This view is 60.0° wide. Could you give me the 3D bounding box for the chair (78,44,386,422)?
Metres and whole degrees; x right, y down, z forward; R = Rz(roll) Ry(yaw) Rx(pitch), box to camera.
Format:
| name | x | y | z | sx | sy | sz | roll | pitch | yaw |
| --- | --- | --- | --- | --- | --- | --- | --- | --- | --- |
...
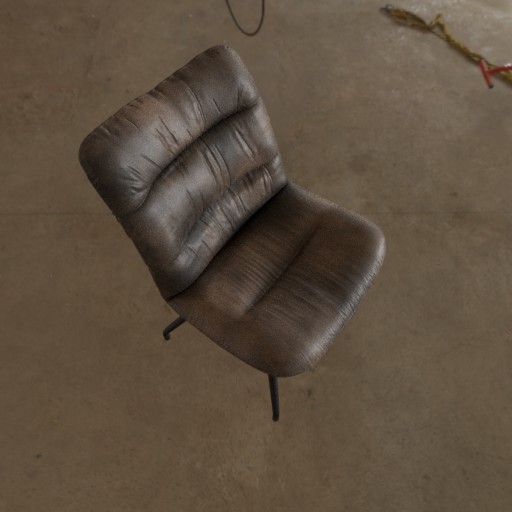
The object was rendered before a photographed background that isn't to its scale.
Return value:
| name | x | y | z | sx | sy | sz | roll | pitch | yaw |
| --- | --- | --- | --- | --- | --- | --- | --- | --- | --- |
| chair | 0.000 | 0.000 | 1.247 | 0.622 | 0.870 | 0.549 | 32 | 63 | 19 |
